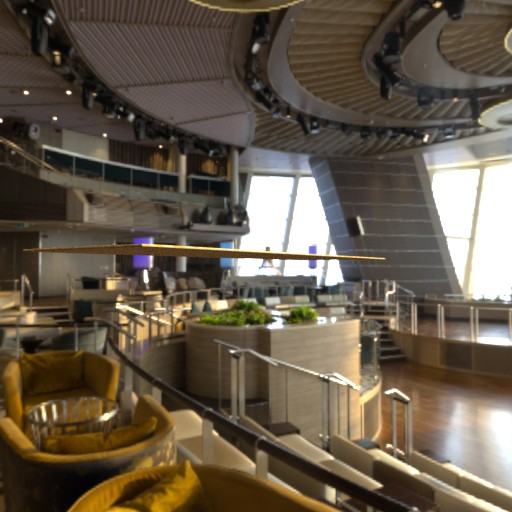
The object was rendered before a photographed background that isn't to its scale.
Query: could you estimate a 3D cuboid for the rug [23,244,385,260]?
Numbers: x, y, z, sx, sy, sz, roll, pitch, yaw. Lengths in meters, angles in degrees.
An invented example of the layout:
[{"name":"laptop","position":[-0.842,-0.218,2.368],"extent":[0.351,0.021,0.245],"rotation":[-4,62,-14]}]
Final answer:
[{"name":"rug","position":[0.000,0.000,2.686],"extent":[0.775,0.010,2.438],"rotation":[-1,-2,35]}]
